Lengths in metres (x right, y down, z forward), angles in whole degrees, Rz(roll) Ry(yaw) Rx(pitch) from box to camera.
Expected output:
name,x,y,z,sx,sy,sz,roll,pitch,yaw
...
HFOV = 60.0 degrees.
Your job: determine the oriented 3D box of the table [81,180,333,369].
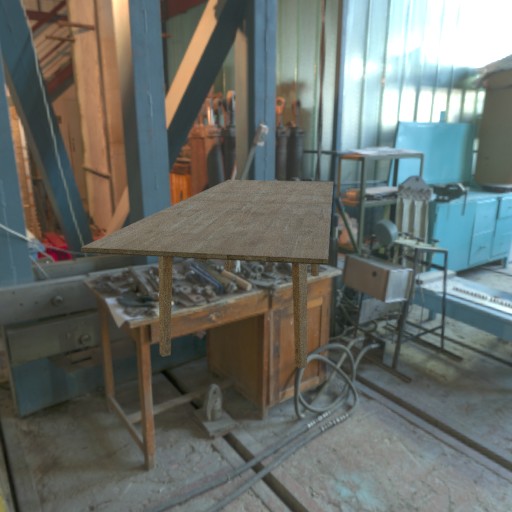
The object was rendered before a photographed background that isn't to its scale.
name,x,y,z,sx,sy,sz,roll,pitch,yaw
table,0.000,0.000,3.068,1.000,0.752,2.603,3,16,10
